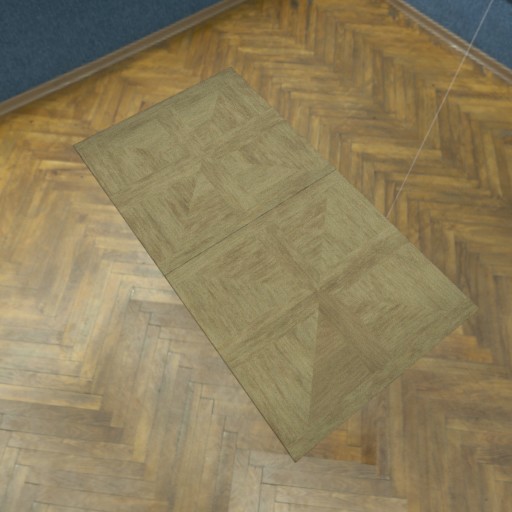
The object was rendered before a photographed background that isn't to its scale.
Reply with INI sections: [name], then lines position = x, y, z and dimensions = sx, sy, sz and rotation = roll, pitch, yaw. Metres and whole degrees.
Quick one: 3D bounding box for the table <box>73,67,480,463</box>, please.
[table]
position = 0.000, 0.000, 2.464
dimensions = 1.016, 0.768, 1.881
rotation = -33, 67, -16
